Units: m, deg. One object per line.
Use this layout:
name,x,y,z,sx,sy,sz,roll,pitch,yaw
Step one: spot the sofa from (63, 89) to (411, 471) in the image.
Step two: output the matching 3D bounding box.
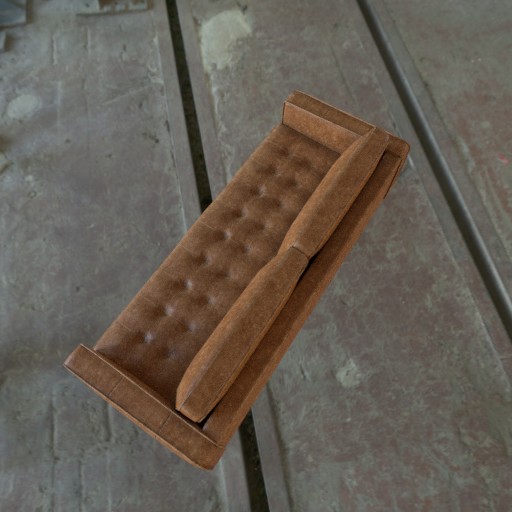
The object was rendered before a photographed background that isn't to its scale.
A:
sofa,0.000,0.000,2.607,0.886,0.779,2.199,31,68,14
